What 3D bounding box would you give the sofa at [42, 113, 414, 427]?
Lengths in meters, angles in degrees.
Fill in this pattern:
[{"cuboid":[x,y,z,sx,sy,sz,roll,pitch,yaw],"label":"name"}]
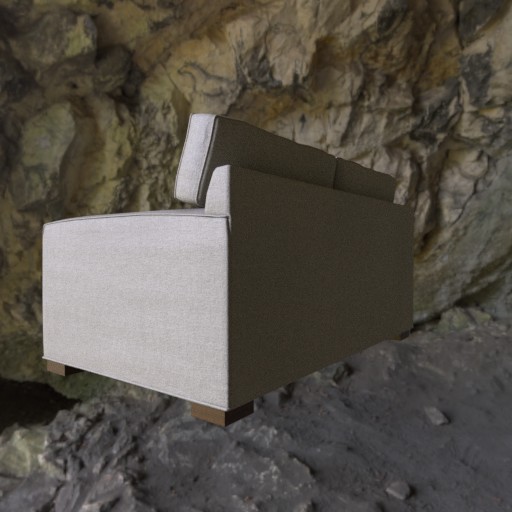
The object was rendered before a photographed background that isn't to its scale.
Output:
[{"cuboid":[0.000,0.000,1.985,0.940,0.853,1.484,1,1,37],"label":"sofa"}]
